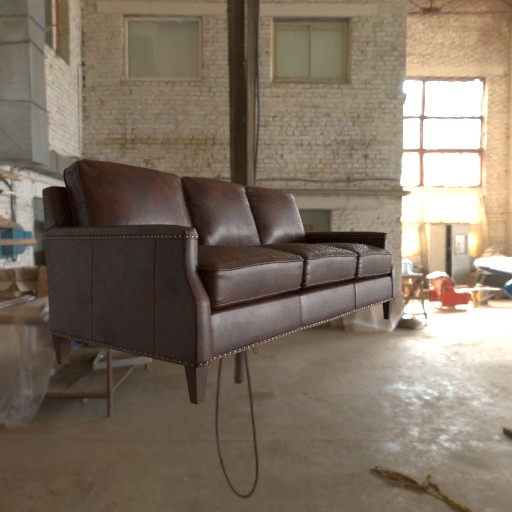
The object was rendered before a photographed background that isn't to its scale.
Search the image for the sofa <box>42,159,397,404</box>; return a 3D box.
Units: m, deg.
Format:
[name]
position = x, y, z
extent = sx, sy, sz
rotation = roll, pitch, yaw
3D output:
[sofa]
position = 0.000, 0.000, 2.764
extent = 1.084, 1.003, 2.240
rotation = 2, 3, 35
